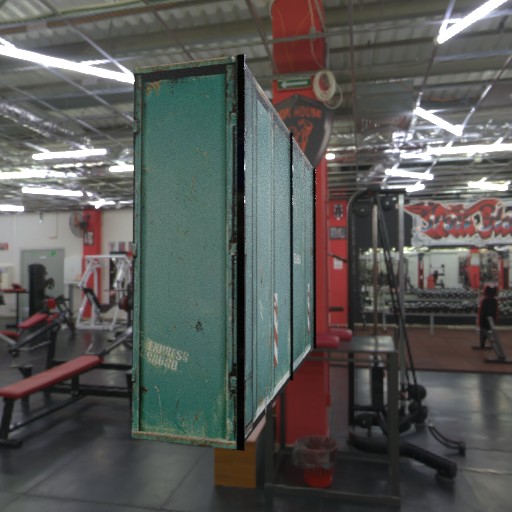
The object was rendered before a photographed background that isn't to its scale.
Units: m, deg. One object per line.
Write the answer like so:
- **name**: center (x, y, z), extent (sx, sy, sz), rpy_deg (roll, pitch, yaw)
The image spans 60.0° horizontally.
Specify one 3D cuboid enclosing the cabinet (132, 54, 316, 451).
- **cabinet**: center (0.000, 0.000, 3.944), extent (0.680, 2.160, 3.001), rpy_deg (0, -1, 15)
